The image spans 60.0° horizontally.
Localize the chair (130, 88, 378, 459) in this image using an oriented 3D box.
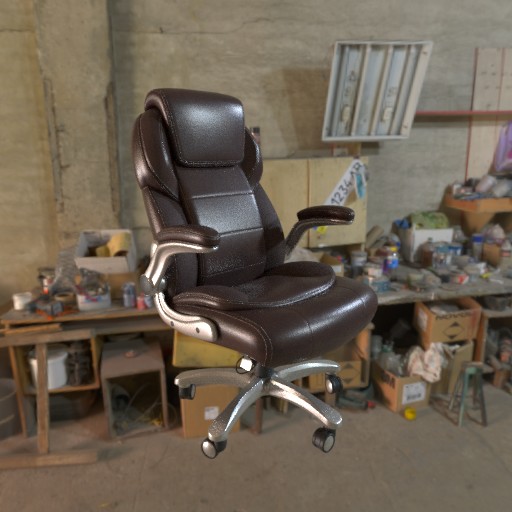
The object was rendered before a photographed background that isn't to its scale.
[{"bbox_3d":[0.000,0.000,1.570,0.733,1.160,0.774,-13,19,-43],"label":"chair"}]
